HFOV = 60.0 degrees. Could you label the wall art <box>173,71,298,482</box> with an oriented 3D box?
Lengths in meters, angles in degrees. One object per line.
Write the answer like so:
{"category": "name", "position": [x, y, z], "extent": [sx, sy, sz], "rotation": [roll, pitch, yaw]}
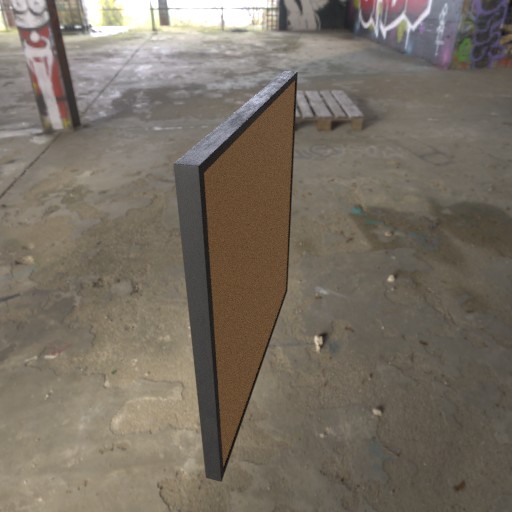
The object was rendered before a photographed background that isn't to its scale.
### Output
{"category": "wall art", "position": [0.000, 0.000, 1.136], "extent": [0.039, 0.763, 0.763], "rotation": [8, 33, 13]}
